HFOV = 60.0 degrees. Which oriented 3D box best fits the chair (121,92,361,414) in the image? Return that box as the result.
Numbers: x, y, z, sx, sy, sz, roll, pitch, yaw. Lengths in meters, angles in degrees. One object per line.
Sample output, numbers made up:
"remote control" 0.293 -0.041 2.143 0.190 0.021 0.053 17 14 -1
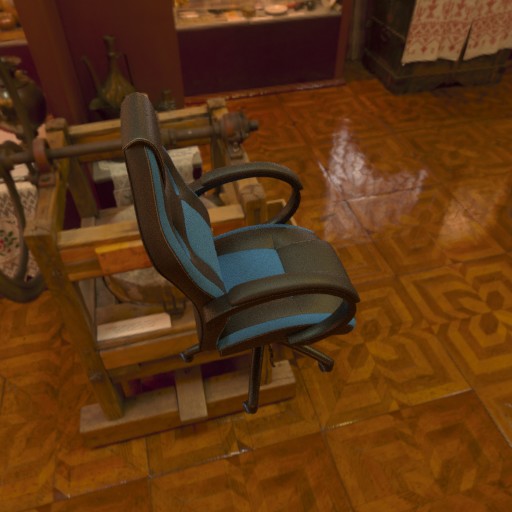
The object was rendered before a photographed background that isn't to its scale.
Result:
"chair" 0.000 0.000 1.602 0.724 1.187 0.673 -9 46 -9
